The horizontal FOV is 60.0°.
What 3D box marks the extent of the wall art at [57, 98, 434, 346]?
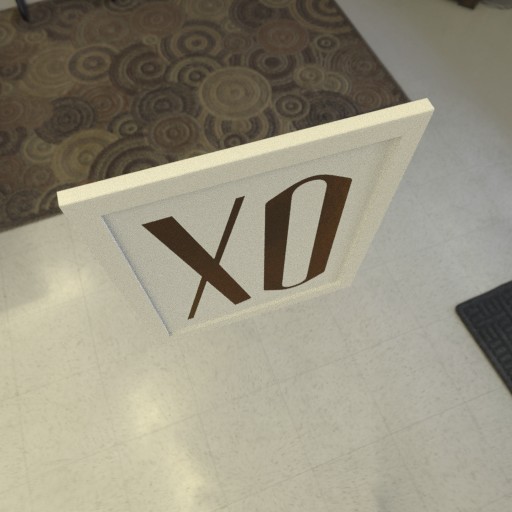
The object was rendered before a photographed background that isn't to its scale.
[{"bbox_3d":[0.000,0.000,0.741,0.444,0.536,0.020,-16,64,-8],"label":"wall art"}]
